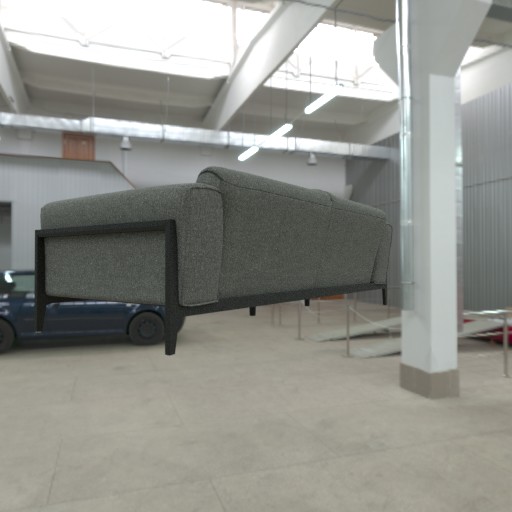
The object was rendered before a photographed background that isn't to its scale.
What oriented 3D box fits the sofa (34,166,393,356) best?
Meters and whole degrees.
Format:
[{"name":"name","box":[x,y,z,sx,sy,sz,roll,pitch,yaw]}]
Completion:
[{"name":"sofa","box":[0.000,0.000,2.581,0.985,0.703,2.125,-1,-1,36]}]
